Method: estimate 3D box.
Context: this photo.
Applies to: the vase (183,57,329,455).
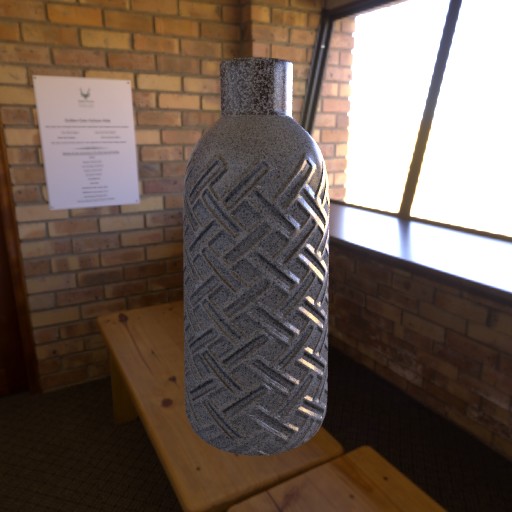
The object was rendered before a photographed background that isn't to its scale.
[{"bbox_3d":[0.000,0.000,0.350,0.122,0.282,0.122,0,16,0],"label":"vase"}]
